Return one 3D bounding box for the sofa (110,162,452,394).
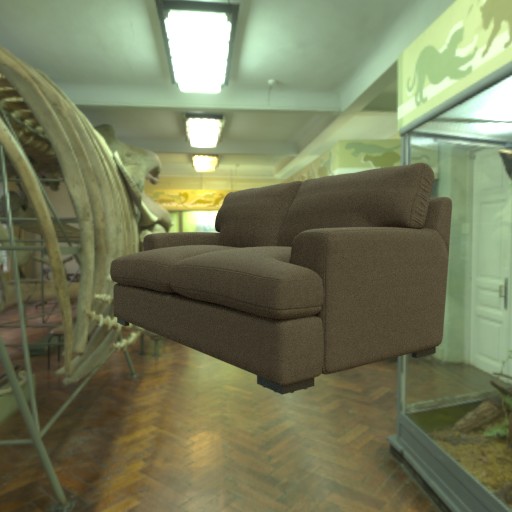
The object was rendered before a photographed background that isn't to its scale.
[{"bbox_3d":[0.000,0.000,2.606,1.140,0.950,1.869,-2,3,-37],"label":"sofa"}]
